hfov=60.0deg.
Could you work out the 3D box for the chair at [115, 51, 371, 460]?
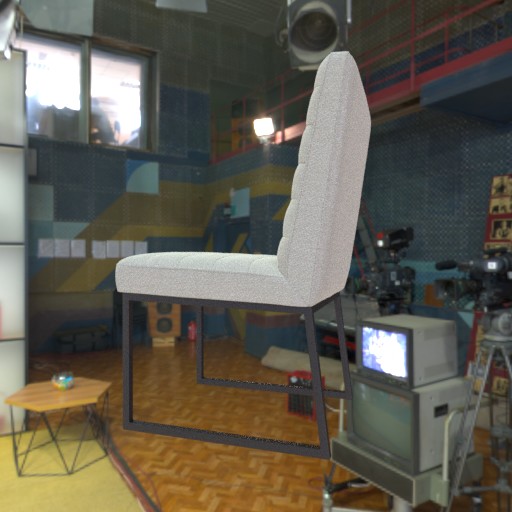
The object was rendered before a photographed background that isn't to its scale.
[{"bbox_3d":[0.000,0.000,1.310,0.634,0.930,0.520,0,0,19],"label":"chair"}]
